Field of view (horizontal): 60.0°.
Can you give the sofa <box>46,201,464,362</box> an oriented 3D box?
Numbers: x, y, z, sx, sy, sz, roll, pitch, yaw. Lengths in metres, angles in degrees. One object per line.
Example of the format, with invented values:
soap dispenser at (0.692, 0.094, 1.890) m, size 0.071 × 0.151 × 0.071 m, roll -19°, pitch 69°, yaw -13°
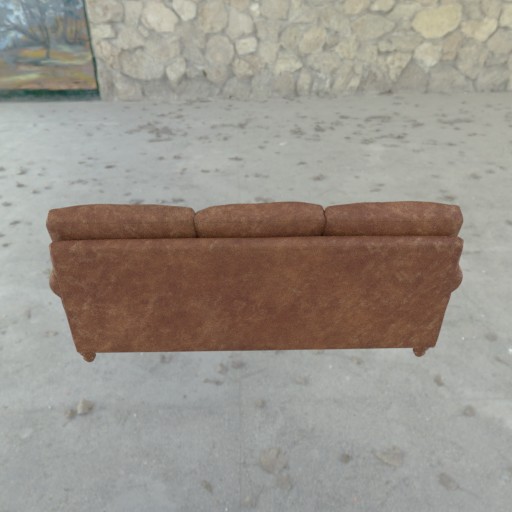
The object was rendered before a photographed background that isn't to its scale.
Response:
sofa at (0.000, 0.000, 2.858) m, size 2.351 × 0.977 × 0.973 m, roll -1°, pitch 30°, yaw -1°
